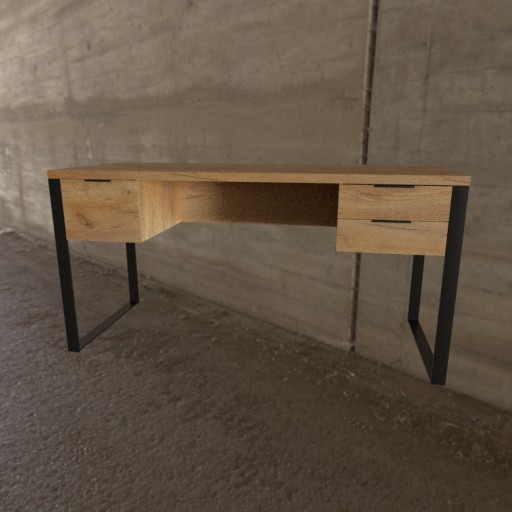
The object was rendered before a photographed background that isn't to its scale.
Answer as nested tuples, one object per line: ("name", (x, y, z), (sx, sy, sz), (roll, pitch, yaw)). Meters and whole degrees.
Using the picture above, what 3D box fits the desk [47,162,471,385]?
("desk", (0.000, 0.000, 1.942), (1.520, 0.760, 0.600), (3, 15, 10))
